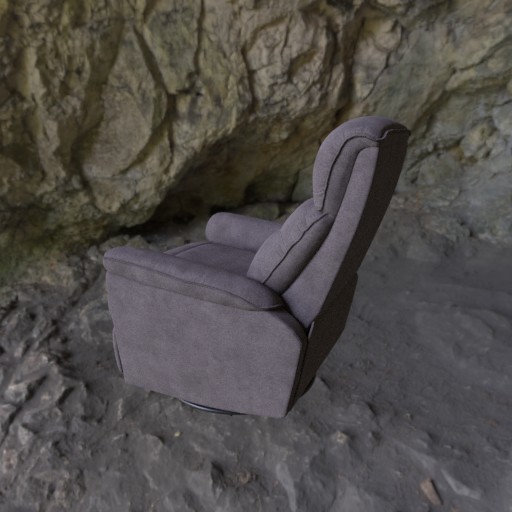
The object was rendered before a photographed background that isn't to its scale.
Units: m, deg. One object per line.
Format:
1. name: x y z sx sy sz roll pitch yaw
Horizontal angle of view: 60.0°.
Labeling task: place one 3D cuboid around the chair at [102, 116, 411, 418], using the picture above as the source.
1. chair: 0.000 0.000 1.733 1.009 1.036 0.830 8 18 25
